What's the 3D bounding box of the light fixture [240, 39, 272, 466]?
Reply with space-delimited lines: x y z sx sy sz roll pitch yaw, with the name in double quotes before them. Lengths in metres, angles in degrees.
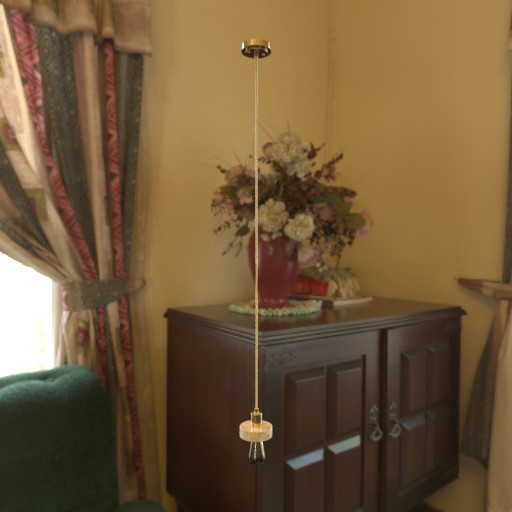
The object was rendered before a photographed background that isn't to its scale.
"light fixture" 0.000 0.000 1.763 0.129 1.669 0.129 0 0 37
